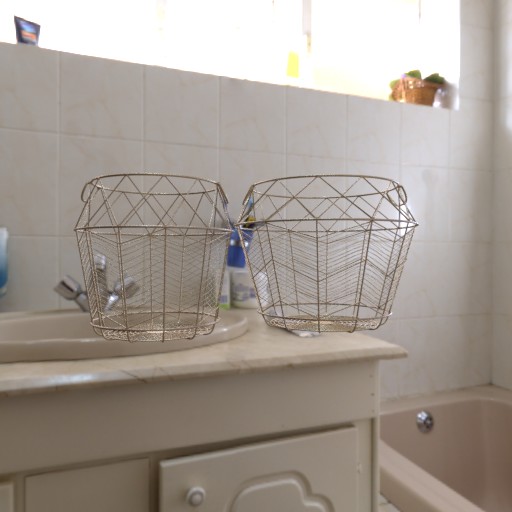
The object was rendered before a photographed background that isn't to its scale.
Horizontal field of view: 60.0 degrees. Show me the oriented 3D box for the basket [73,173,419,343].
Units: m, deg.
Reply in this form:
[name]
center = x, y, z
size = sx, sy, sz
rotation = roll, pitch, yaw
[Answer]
[basket]
center = 0.000, 0.000, 1.056
size = 0.805, 0.343, 0.451
rotation = 0, 0, -18
